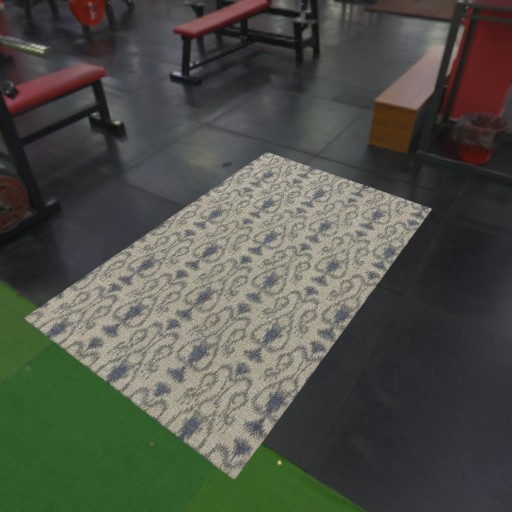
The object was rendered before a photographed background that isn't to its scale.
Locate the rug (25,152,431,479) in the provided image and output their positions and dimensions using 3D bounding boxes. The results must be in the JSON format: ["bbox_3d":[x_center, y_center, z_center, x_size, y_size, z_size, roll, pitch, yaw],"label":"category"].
[{"bbox_3d":[0.000,0.000,1.995,1.035,0.006,1.652,25,47,26],"label":"rug"}]
